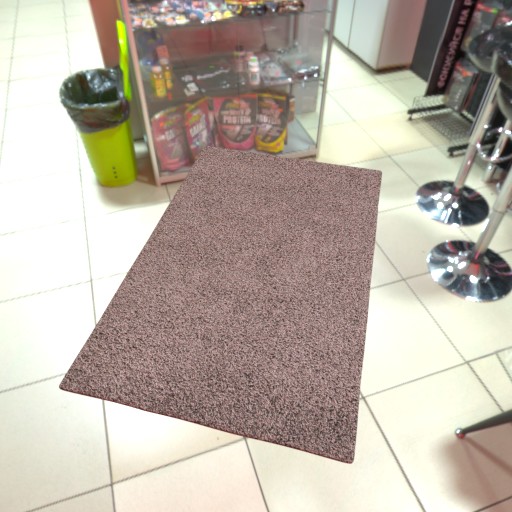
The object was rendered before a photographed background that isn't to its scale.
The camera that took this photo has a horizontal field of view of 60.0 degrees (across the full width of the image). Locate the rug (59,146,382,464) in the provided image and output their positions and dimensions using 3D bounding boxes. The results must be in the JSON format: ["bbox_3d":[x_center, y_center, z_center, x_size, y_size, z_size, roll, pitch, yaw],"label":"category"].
[{"bbox_3d":[0.000,0.000,3.447,1.778,0.030,2.743,10,47,10],"label":"rug"}]
